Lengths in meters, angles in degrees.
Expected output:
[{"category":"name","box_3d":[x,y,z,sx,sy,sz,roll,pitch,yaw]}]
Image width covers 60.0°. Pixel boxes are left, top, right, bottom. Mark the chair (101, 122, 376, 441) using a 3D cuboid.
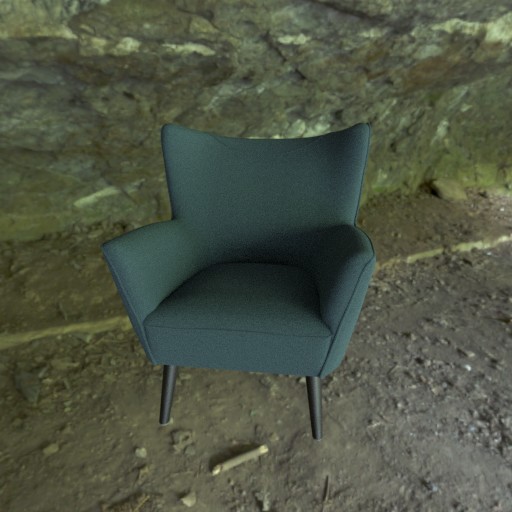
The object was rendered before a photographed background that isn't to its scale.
[{"category":"chair","box_3d":[0.000,0.000,1.605,0.781,0.933,0.888,2,16,8]}]
